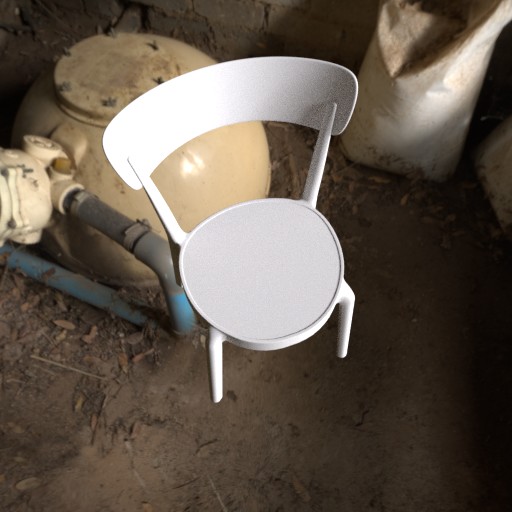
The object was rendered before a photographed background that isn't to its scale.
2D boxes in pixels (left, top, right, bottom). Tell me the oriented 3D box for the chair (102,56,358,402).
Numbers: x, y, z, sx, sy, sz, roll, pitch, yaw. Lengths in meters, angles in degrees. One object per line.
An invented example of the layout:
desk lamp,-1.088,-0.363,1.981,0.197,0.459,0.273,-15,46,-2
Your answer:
chair,0.000,0.000,1.126,0.506,0.790,0.491,-17,65,-8
